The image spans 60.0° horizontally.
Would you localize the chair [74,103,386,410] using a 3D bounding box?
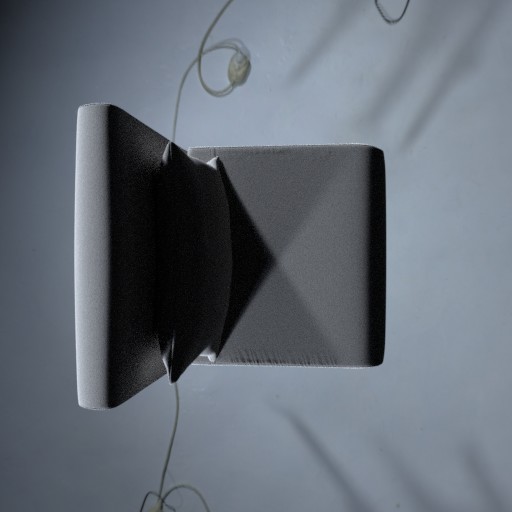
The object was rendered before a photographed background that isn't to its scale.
[{"bbox_3d":[0.000,0.000,1.478,0.902,0.808,0.770,0,90,1],"label":"chair"}]
